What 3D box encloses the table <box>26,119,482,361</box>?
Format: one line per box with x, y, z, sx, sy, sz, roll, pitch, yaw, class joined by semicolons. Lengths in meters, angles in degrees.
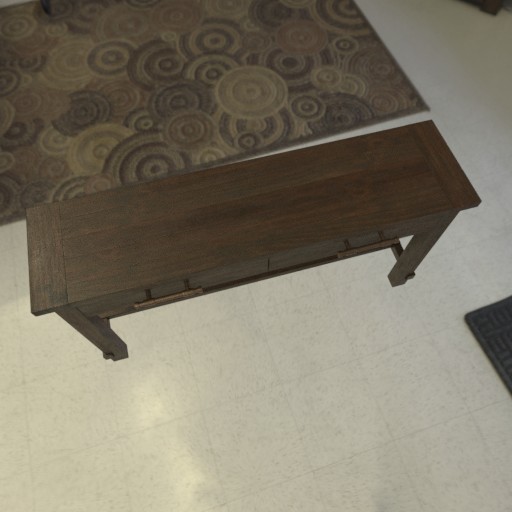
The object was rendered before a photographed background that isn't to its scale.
0.000;0.000;1.931;1.599;0.762;0.442;-14;64;-7;table
